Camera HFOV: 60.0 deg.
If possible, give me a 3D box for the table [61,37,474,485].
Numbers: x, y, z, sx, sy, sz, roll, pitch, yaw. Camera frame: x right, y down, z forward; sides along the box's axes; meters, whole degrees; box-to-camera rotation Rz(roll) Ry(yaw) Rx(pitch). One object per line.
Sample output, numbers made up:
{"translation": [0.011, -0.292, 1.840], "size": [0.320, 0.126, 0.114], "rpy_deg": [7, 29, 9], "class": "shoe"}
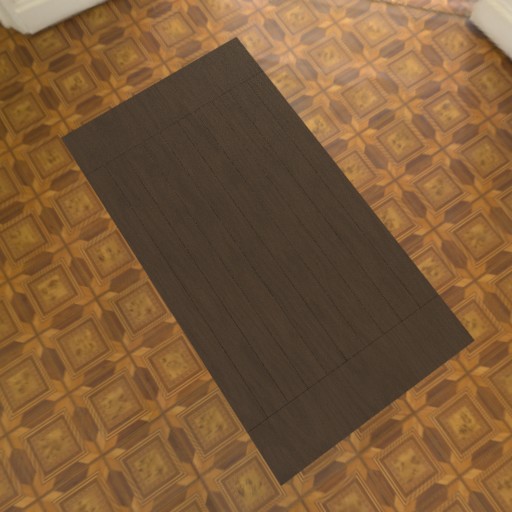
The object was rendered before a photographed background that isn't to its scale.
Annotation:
{"translation": [0.000, 0.000, 1.399], "size": [0.600, 0.494, 1.062], "rpy_deg": [-33, 78, -8], "class": "table"}
